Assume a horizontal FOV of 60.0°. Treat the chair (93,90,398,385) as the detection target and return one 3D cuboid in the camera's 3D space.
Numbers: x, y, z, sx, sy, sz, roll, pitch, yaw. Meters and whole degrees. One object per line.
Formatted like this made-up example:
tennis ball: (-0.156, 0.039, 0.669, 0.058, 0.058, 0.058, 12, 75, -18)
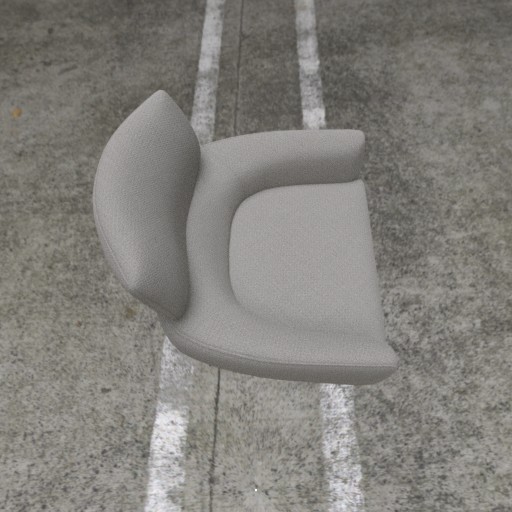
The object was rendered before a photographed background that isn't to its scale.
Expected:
chair: (0.000, 0.000, 1.332, 0.730, 0.810, 0.760, 0, 62, 0)
